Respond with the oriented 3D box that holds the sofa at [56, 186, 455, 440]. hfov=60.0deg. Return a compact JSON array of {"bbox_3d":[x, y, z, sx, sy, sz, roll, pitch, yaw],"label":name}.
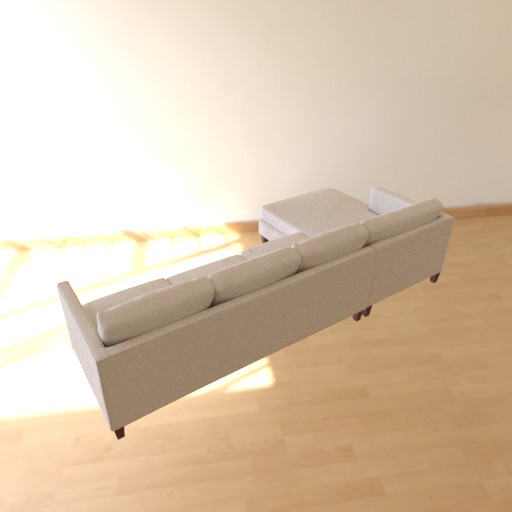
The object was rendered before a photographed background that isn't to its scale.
[{"bbox_3d":[0.000,0.000,3.838,3.186,0.846,1.625,-19,36,-29],"label":"sofa"}]
